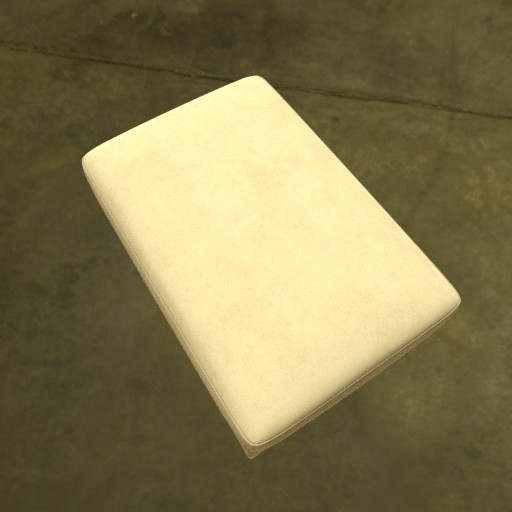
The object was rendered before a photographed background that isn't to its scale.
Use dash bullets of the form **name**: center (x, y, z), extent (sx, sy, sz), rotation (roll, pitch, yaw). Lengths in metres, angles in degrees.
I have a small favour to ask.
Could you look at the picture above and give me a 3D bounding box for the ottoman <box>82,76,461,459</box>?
- **ottoman**: center (0.000, 0.000, 1.220), extent (0.584, 0.483, 0.864), rotation (-30, 68, -14)
